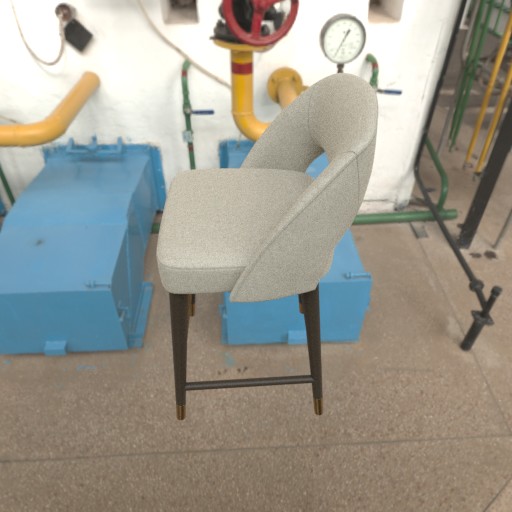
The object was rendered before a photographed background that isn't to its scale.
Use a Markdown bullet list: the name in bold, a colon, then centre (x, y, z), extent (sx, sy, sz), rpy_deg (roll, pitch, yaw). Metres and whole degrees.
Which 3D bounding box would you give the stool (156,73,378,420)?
- **stool**: centre (0.000, 0.000, 1.248), extent (0.509, 0.940, 0.494), rpy_deg (-1, 40, -2)
